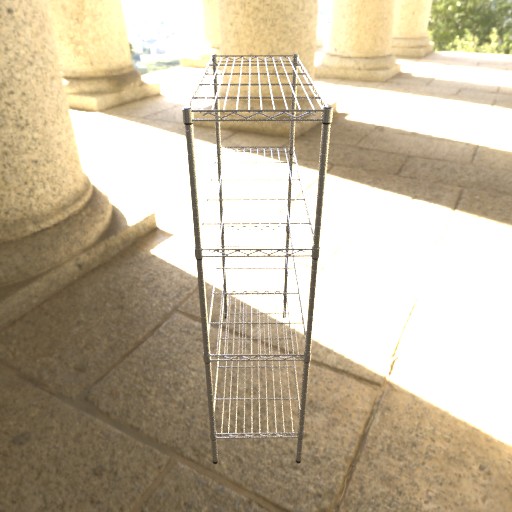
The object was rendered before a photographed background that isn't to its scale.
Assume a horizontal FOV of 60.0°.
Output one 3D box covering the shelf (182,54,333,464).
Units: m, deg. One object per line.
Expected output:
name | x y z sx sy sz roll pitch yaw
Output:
shelf | 0.000 0.000 1.764 0.352 1.360 0.907 0 32 0
